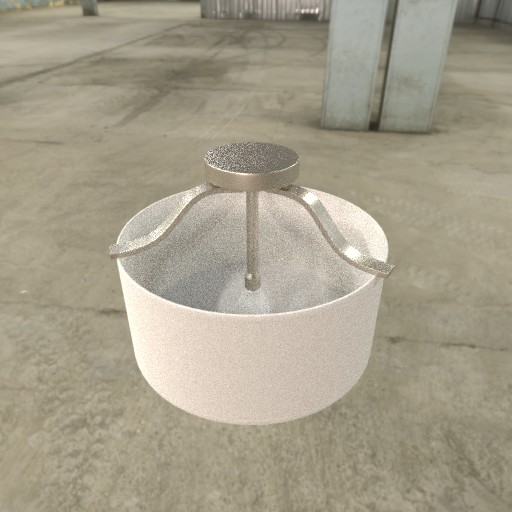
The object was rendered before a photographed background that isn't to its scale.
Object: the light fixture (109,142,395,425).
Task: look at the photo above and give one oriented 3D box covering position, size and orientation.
[{"bbox_3d":[0.000,0.000,0.658,0.395,0.304,0.395,0,31,0],"label":"light fixture"}]
